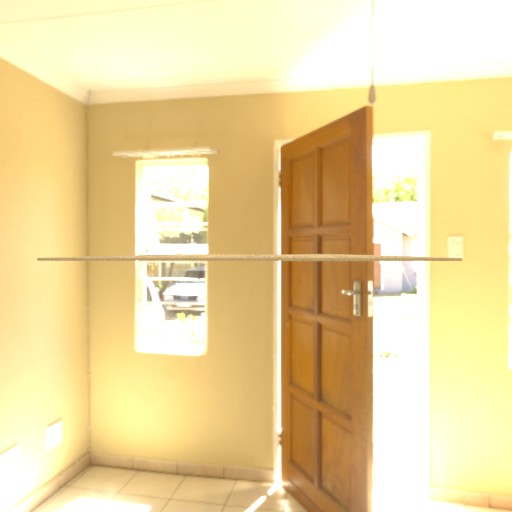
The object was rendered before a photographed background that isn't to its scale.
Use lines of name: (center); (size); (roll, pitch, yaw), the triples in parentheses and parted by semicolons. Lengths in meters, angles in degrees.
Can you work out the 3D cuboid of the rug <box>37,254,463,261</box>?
rug: (0.000, 0.000, 3.841); (2.311, 0.032, 2.921); (0, 0, 2)
